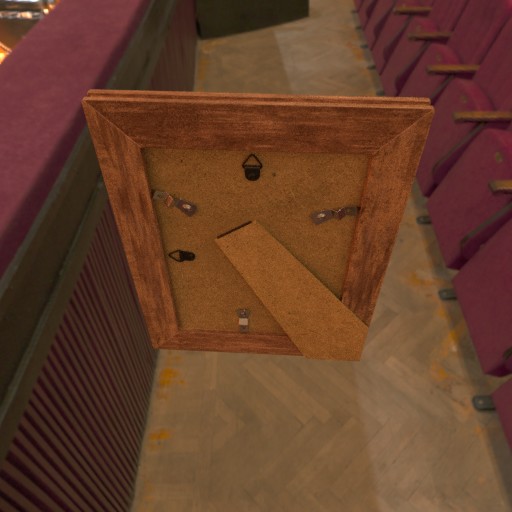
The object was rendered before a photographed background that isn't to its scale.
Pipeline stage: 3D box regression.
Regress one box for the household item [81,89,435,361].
[{"bbox_3d":[0.000,0.000,0.320,0.186,0.237,0.018,2,45,2],"label":"household item"}]
